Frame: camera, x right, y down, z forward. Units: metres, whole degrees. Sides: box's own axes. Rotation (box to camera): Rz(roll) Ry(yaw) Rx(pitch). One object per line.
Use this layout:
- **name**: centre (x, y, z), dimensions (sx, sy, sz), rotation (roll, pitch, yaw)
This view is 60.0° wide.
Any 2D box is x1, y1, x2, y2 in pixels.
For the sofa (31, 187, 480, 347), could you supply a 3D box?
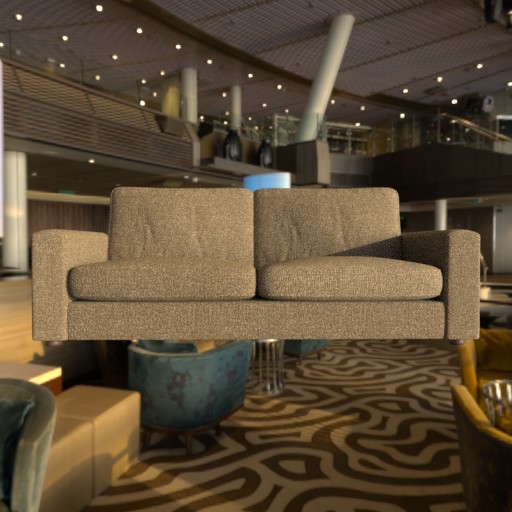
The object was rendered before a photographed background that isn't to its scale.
- **sofa**: centre (0.000, 0.000, 2.600), dimensions (2.179, 0.873, 1.016), rotation (0, 1, -1)
